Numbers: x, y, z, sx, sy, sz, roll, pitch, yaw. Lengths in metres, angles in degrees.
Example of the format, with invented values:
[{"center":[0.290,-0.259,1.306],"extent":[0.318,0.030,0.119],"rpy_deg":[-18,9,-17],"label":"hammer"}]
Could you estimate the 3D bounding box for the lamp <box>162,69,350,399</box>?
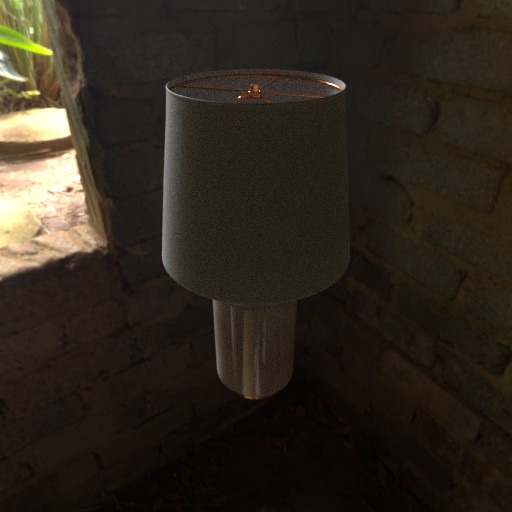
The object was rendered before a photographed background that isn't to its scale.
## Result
[{"center":[0.000,0.000,0.460],"extent":[0.189,0.340,0.189],"rpy_deg":[0,31,0],"label":"lamp"}]
